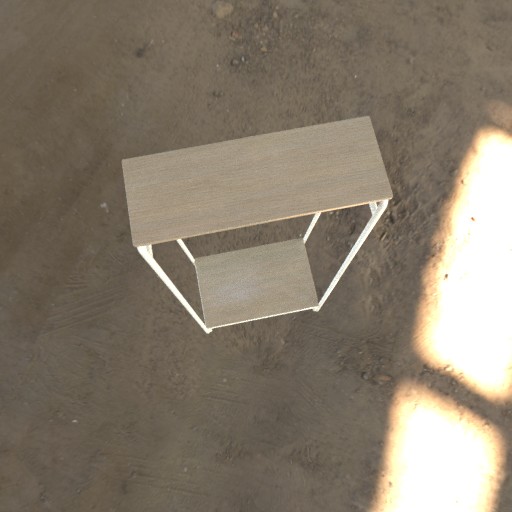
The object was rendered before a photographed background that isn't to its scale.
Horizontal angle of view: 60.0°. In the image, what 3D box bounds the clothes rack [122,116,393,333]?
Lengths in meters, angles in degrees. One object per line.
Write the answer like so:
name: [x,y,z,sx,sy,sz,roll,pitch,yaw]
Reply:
clothes rack: [0.000,0.000,1.824,0.640,1.512,0.400,-11,76,-3]
